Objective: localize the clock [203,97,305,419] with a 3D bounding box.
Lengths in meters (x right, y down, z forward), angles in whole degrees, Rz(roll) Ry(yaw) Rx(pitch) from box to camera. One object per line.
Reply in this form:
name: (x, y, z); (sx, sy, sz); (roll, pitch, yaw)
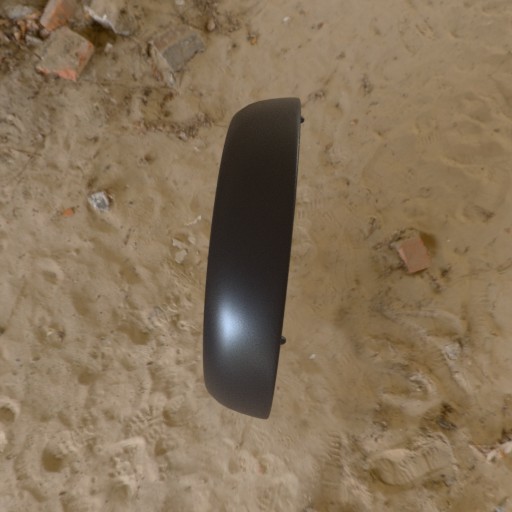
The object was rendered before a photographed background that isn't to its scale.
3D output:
clock: (0.000, 0.000, 0.438); (0.060, 0.300, 0.300); (6, 76, 1)
